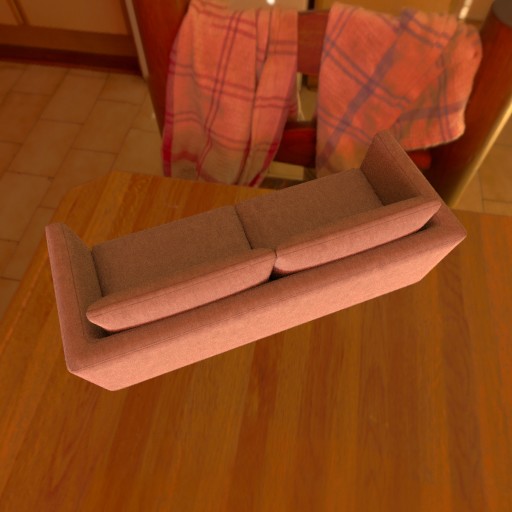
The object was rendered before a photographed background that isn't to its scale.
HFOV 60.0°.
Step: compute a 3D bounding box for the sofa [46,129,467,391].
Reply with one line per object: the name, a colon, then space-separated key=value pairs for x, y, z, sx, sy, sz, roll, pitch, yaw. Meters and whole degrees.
sofa: x=0.000 y=0.000 z=2.585 sx=2.121 sy=0.864 sz=0.889 roll=-18 pitch=60 yaw=-11
